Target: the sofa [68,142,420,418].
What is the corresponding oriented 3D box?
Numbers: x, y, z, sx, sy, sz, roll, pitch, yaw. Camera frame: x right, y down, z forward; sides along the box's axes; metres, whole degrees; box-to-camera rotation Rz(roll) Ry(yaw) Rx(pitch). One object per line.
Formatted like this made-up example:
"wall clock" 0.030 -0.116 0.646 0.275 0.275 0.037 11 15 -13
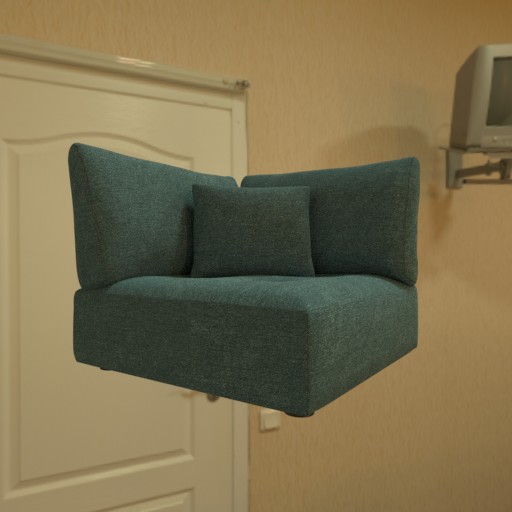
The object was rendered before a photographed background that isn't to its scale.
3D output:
"sofa" 0.000 0.000 1.707 1.000 0.820 1.000 0 1 35
